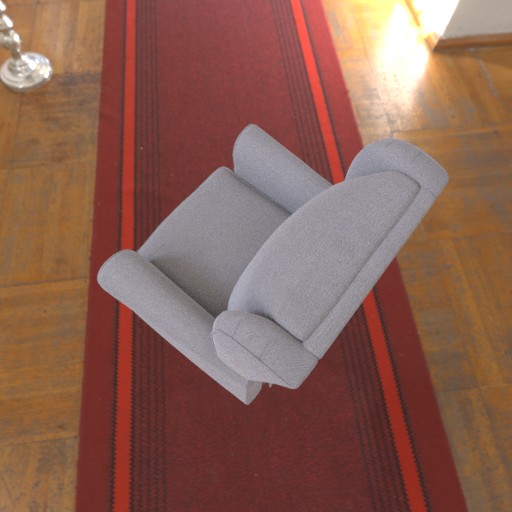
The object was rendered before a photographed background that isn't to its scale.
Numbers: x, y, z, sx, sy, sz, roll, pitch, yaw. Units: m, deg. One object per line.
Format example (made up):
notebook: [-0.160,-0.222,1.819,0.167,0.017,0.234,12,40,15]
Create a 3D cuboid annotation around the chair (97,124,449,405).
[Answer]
chair: [0.000,0.000,1.676,0.854,0.966,0.906,35,69,16]
